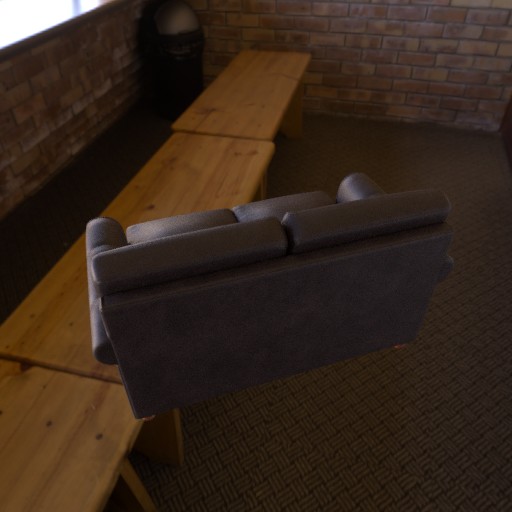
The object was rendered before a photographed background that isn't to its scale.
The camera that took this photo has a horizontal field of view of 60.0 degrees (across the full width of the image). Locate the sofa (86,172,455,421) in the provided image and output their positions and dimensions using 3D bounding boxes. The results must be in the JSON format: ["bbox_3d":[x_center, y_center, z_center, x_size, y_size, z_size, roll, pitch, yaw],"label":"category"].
[{"bbox_3d":[0.000,0.000,2.350,1.663,0.979,1.030,-12,42,-14],"label":"sofa"}]
